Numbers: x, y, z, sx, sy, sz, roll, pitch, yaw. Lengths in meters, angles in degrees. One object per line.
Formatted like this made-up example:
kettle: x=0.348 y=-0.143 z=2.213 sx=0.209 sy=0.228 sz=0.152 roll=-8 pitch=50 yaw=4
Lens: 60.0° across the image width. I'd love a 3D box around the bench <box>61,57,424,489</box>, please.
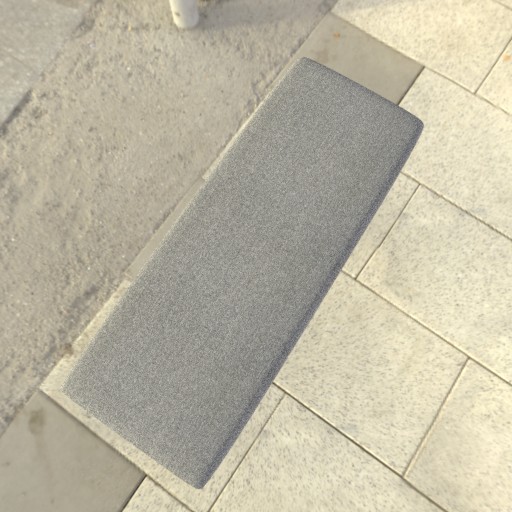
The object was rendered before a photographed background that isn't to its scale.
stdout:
bench: x=0.000 y=0.000 z=1.788 sx=0.631 sy=0.384 sz=1.598 roll=32 pitch=78 yaw=8
